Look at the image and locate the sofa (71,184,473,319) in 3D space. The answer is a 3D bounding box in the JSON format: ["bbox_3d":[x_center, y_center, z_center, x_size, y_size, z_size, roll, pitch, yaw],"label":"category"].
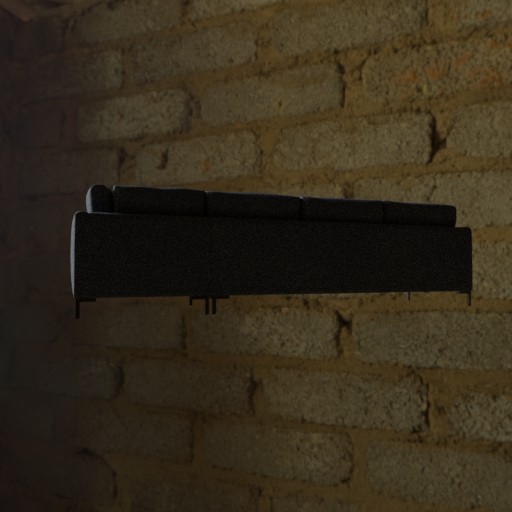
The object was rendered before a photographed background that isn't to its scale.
[{"bbox_3d":[0.000,0.000,3.928,2.949,0.815,2.007,1,-2,-19],"label":"sofa"}]
